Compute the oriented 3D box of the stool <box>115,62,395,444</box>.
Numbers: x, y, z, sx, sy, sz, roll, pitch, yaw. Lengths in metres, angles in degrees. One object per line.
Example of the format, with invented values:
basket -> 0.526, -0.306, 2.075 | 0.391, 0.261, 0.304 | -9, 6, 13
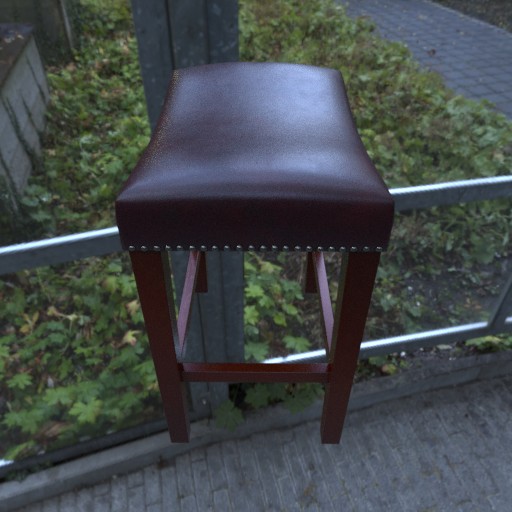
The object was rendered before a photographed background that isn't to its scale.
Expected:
stool -> 0.000, 0.000, 0.939 | 0.372, 0.657, 0.504 | 0, 41, 0
